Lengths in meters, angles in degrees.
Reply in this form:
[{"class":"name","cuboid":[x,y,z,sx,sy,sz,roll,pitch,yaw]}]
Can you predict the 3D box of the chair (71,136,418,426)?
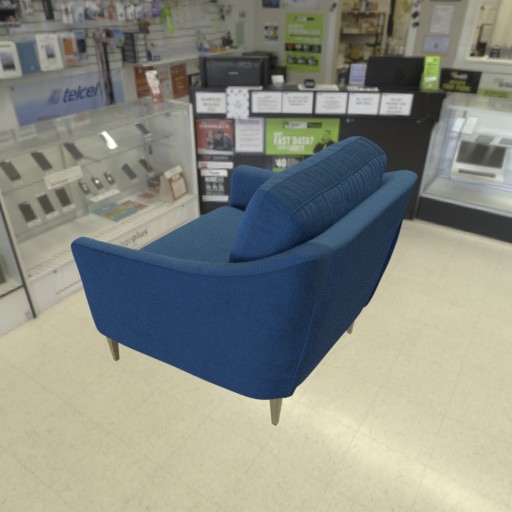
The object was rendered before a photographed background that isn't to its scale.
[{"class":"chair","cuboid":[0.000,0.000,1.741,0.961,0.899,0.987,20,36,30]}]
